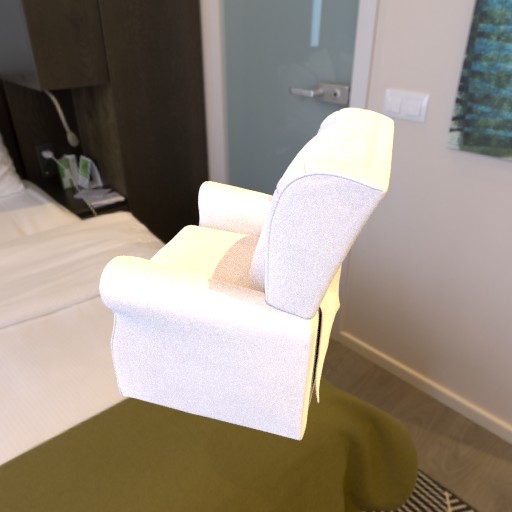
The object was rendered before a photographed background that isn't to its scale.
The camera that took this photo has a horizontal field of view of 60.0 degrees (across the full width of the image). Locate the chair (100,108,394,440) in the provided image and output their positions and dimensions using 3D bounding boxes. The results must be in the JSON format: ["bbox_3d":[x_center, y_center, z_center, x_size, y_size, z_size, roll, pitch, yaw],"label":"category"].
[{"bbox_3d":[0.000,0.000,1.648,0.854,0.967,0.906,8,30,14],"label":"chair"}]
